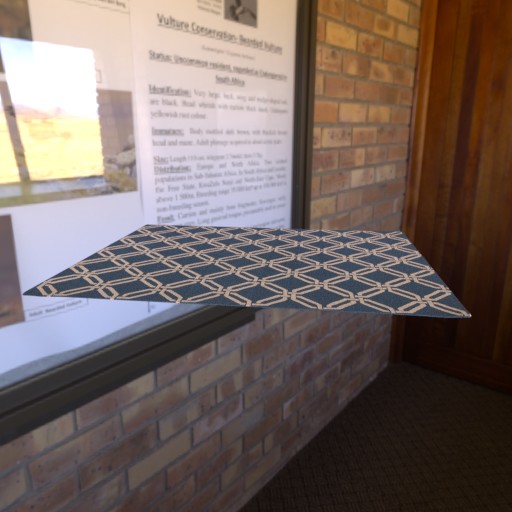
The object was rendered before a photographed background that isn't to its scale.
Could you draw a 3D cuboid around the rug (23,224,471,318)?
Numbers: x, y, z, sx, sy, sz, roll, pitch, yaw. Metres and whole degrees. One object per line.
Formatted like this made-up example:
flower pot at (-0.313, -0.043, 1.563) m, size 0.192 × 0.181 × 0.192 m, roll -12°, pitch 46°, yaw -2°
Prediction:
rug at (0.000, 0.000, 3.854) m, size 2.867 × 0.020 × 2.277 m, roll 2°, pitch 16°, yaw 7°
